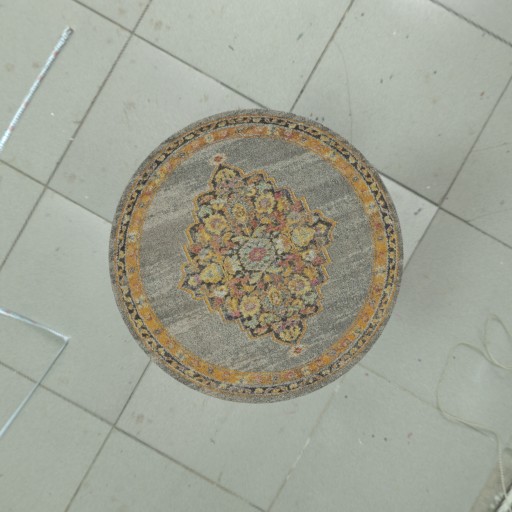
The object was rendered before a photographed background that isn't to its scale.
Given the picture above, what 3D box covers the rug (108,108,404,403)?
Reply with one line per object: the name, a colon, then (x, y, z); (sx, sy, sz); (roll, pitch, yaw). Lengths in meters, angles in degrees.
rug: (0.000, 0.000, 3.576); (2.382, 0.014, 2.382); (0, 90, 0)
